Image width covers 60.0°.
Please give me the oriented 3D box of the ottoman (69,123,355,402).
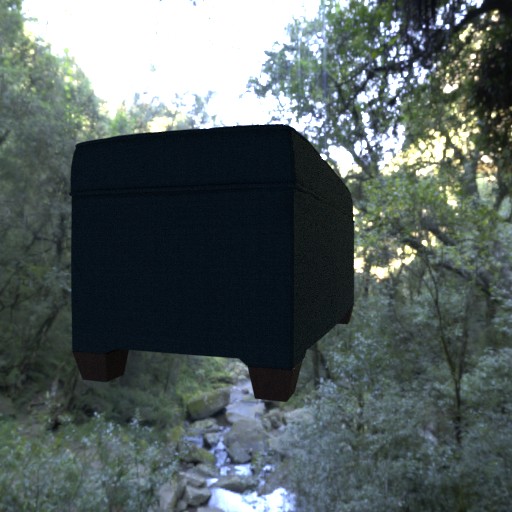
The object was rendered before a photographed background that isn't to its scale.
[{"bbox_3d":[0.000,0.000,1.210,0.474,0.474,0.943,0,0,18],"label":"ottoman"}]
